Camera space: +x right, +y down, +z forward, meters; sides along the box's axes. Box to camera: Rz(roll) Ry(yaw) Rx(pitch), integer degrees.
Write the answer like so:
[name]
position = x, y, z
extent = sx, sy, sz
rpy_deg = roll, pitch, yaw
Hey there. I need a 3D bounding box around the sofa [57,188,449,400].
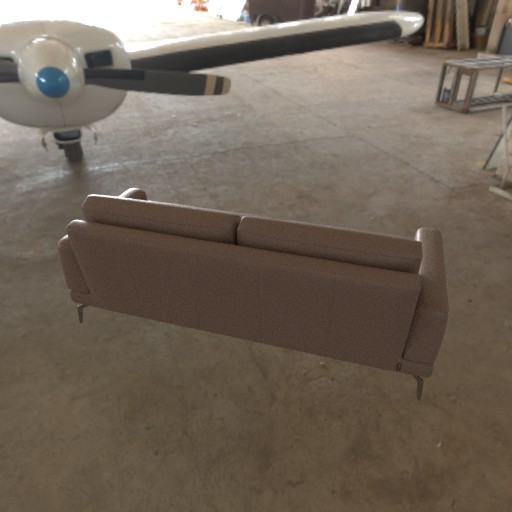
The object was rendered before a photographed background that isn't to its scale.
[sofa]
position = 0.000, 0.000, 2.460
extent = 1.940, 0.765, 0.974
rpy_deg = 9, 33, 14
